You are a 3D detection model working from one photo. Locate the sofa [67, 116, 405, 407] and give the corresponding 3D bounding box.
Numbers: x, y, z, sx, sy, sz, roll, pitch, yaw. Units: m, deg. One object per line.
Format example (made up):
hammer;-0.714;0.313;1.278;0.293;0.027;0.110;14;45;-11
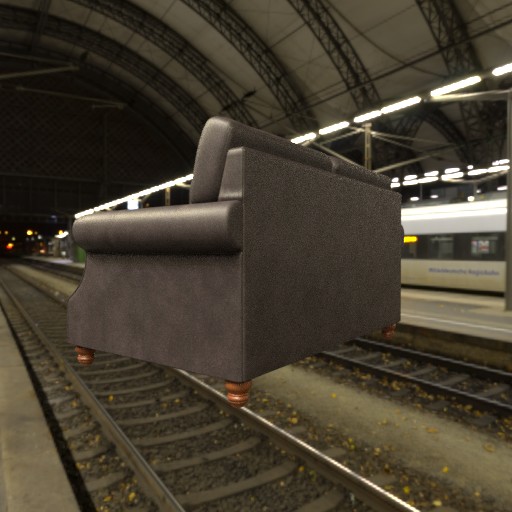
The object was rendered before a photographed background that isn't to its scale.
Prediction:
sofa;0.000;0.000;2.310;1.030;0.979;1.663;1;1;37
